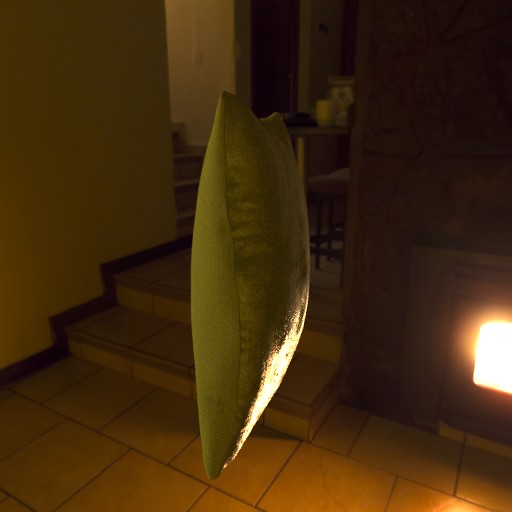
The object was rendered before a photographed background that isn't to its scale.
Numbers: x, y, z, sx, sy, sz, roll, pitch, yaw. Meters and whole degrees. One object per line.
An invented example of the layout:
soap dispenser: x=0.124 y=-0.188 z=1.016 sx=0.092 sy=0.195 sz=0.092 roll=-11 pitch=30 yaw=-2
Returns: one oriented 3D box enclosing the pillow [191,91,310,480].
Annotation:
pillow: x=0.000 y=0.000 z=0.712 sx=0.175 sy=0.464 sz=0.470 roll=3 pitch=16 yaw=10
